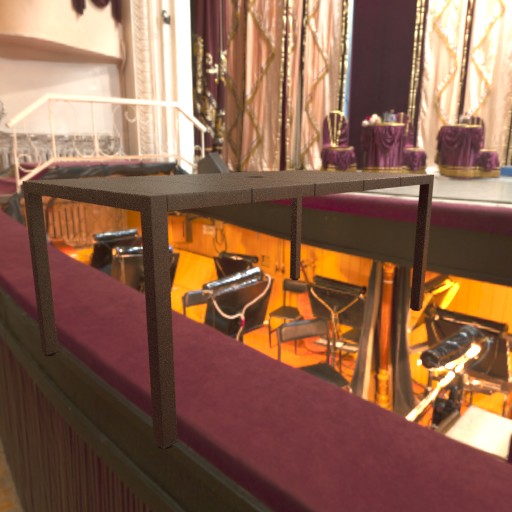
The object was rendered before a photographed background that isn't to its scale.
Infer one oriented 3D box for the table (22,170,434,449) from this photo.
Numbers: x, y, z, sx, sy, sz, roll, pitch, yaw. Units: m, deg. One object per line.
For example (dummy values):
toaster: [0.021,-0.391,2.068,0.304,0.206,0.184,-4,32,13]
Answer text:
table: [0.000,0.000,2.083,0.914,0.735,1.680,12,18,43]
